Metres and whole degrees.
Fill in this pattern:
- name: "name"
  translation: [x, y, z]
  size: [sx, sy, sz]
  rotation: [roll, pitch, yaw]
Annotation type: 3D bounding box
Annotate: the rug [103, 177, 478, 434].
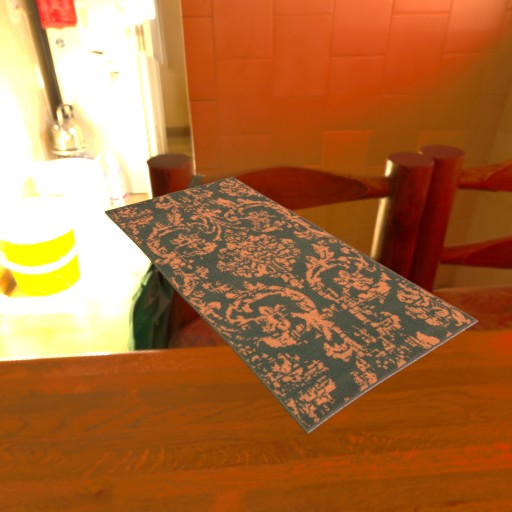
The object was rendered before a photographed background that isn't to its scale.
- name: "rug"
  translation: [0.000, 0.000, 1.465]
  size: [0.604, 0.007, 1.219]
  rotation: [-21, 38, -29]
